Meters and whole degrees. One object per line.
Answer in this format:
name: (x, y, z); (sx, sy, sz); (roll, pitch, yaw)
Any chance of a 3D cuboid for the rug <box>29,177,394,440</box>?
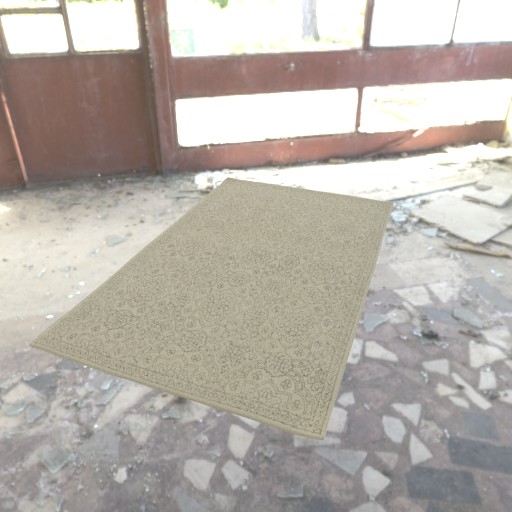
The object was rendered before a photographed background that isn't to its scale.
rug: (0.000, 0.000, 2.360); (1.214, 0.023, 1.947); (12, 34, 18)
